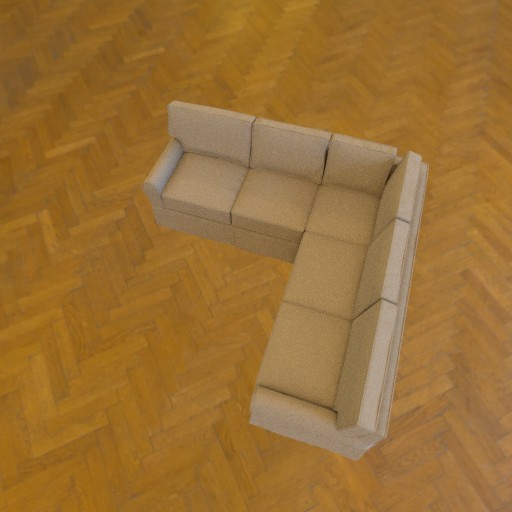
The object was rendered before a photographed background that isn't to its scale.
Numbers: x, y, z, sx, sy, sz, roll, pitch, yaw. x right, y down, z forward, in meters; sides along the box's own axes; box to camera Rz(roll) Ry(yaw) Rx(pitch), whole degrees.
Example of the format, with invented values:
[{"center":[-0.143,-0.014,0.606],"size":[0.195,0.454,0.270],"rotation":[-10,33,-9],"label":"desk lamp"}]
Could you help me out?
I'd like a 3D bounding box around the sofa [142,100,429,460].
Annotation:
[{"center":[0.000,0.000,4.169],"size":[2.730,1.124,2.733],"rotation":[15,59,9],"label":"sofa"}]
